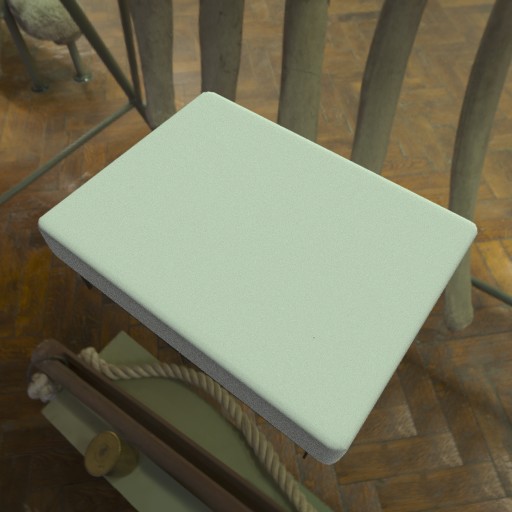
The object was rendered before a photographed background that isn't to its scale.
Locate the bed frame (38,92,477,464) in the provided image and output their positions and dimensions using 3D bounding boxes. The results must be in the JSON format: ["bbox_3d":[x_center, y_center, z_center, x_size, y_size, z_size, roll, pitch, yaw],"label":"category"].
[{"bbox_3d":[0.000,0.000,2.764,2.037,0.677,1.528,32,62,19],"label":"bed frame"}]
